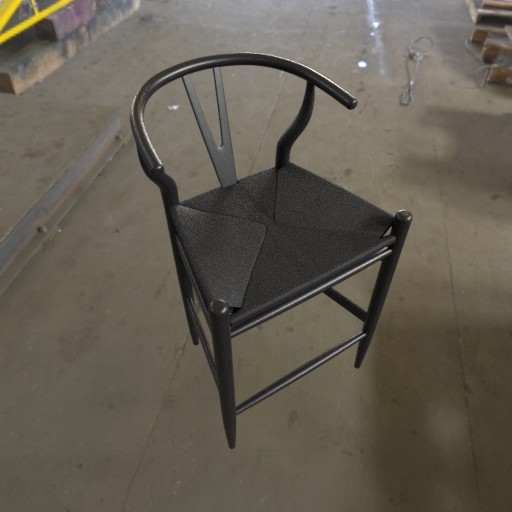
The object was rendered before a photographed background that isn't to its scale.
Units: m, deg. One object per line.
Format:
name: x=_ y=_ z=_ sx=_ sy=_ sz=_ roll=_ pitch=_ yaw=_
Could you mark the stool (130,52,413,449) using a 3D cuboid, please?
stool: x=0.000 y=0.000 z=1.317 sx=0.569 sy=0.970 sz=0.579 roll=-25 pitch=51 yaw=-22
